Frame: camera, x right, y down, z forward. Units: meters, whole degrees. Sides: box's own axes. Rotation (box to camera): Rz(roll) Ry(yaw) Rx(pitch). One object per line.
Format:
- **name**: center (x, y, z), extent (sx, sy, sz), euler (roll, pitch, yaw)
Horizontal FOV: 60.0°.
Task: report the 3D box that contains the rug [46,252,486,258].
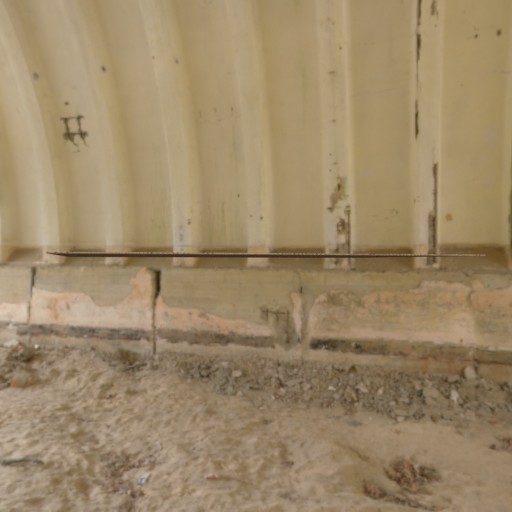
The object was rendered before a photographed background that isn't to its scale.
- **rug**: center (0.000, 0.000, 3.000), extent (2.428, 0.007, 1.519), euler (0, -1, -20)
